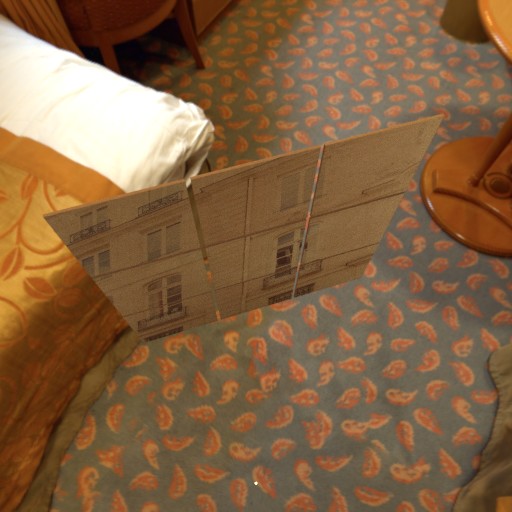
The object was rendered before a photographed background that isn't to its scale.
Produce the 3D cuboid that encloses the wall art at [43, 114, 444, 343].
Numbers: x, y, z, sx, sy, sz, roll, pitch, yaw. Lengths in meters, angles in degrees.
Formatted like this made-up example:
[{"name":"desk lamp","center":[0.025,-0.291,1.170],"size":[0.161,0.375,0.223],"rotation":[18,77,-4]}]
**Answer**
[{"name":"wall art","center":[0.000,0.000,2.294],"size":[1.526,1.522,0.023],"rotation":[-16,64,-8]}]
